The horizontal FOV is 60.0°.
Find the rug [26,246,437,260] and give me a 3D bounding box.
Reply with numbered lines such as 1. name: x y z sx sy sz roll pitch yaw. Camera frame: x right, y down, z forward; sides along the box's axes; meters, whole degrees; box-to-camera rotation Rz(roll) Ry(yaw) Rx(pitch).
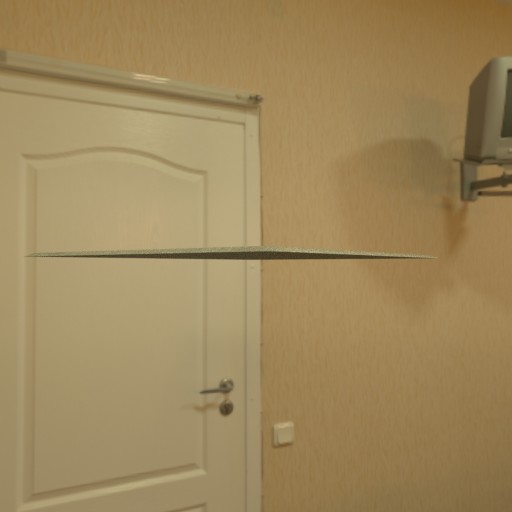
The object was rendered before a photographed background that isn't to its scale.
1. rug: 0.000 0.000 3.856 2.332 0.027 2.933 -1 -1 37
